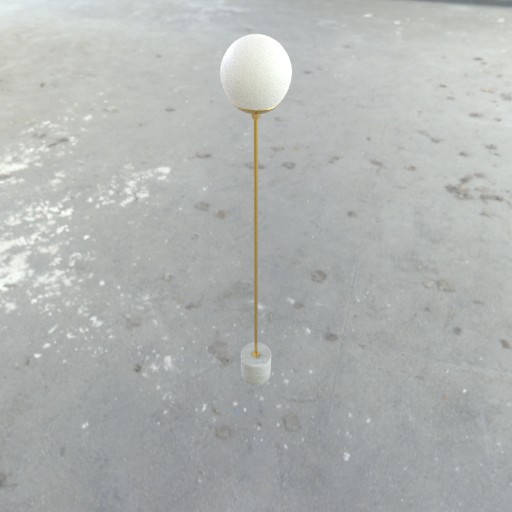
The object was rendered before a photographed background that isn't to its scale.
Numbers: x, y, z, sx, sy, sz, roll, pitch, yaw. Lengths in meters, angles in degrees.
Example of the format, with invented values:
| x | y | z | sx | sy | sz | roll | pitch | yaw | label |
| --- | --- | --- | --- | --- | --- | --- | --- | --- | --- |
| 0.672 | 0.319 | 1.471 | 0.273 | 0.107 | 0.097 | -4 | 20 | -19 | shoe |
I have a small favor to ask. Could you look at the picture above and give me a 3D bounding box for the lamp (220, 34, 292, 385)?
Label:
| x | y | z | sx | sy | sz | roll | pitch | yaw | label |
| --- | --- | --- | --- | --- | --- | --- | --- | --- | --- |
| 0.000 | 0.000 | 1.898 | 0.224 | 1.753 | 0.224 | 12 | 43 | 13 | lamp |
